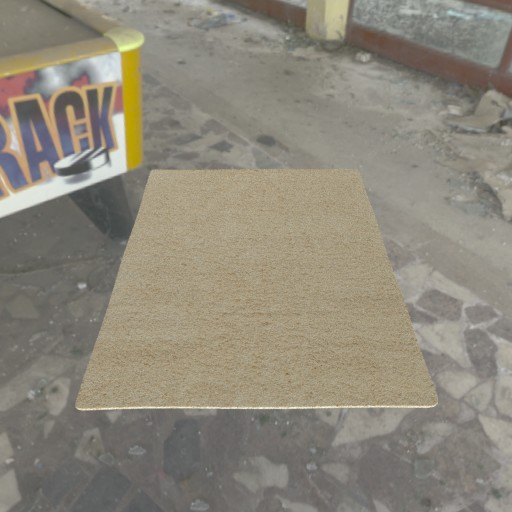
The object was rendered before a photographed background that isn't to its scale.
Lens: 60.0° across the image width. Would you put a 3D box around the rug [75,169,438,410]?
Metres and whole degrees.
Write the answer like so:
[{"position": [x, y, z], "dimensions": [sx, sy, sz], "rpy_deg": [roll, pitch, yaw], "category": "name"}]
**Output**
[{"position": [0.000, 0.000, 4.018], "dimensions": [2.401, 0.025, 3.001], "rpy_deg": [0, 42, 0], "category": "rug"}]
